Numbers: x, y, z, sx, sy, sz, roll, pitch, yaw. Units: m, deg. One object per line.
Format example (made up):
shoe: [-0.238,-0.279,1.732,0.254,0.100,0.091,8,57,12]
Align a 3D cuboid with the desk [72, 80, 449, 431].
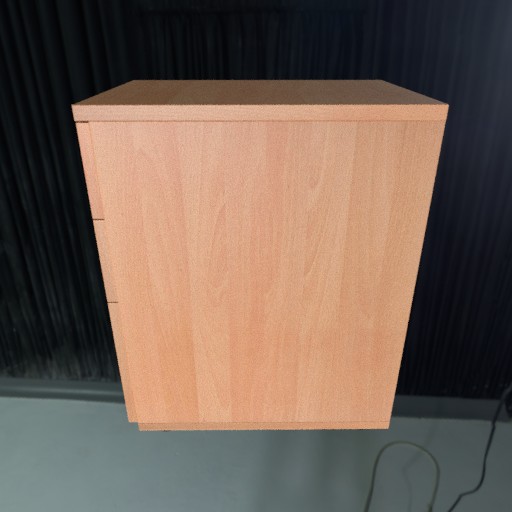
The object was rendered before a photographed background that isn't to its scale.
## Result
desk: [0.000,0.000,1.034,0.600,0.730,0.404,0,27,0]
